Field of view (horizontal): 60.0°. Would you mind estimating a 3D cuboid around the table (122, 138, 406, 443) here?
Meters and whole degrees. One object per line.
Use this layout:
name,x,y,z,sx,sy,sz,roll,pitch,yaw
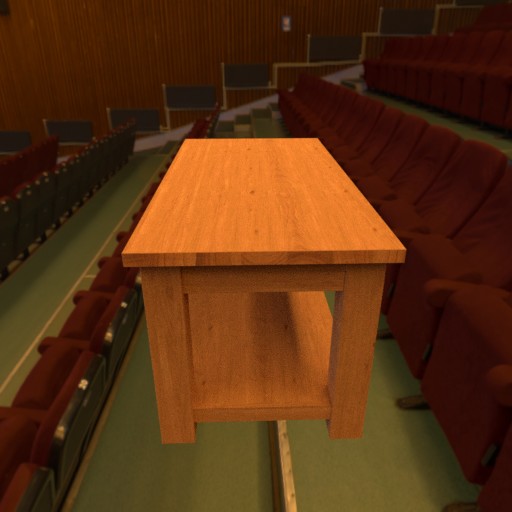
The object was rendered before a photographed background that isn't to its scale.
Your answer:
table,0.000,0.000,1.201,0.450,0.452,0.899,-1,26,-2
